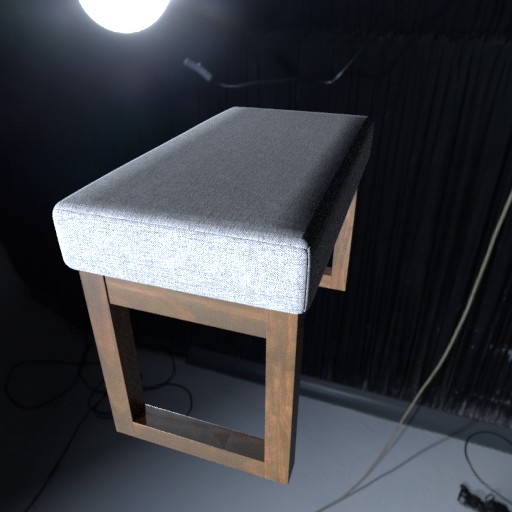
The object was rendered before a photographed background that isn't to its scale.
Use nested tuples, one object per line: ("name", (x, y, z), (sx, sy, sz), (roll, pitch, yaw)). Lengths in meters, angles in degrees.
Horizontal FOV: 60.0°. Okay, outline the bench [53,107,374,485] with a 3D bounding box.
("bench", (0.000, 0.000, 0.929), (0.366, 0.467, 0.681), (10, 31, 16))
